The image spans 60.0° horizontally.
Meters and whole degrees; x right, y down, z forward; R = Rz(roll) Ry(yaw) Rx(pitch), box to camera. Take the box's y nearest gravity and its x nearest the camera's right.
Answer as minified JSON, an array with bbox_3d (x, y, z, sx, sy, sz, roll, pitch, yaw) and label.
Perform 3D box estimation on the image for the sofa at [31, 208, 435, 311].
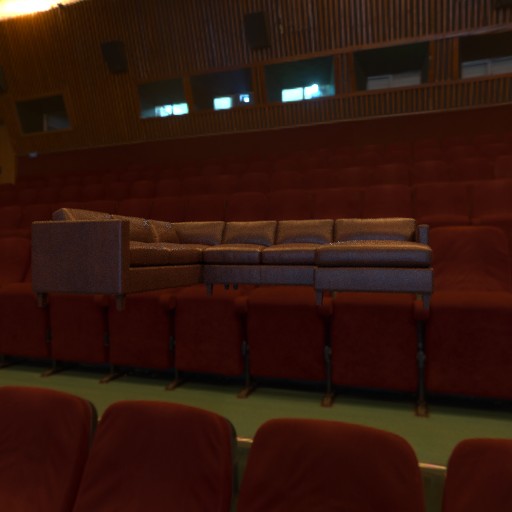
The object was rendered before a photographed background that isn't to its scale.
[{"bbox_3d":[0.000,0.000,4.494,3.324,0.891,2.452,0,0,18],"label":"sofa"}]
